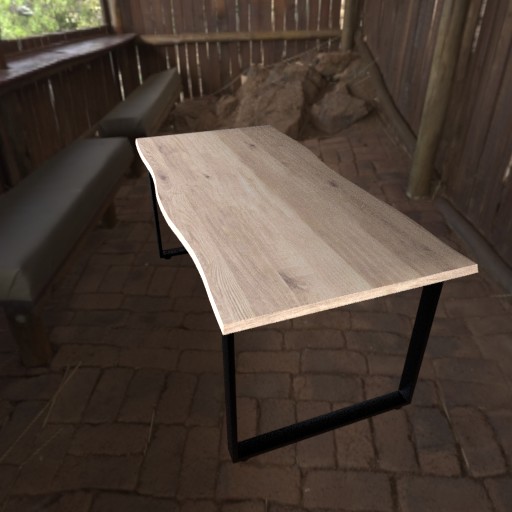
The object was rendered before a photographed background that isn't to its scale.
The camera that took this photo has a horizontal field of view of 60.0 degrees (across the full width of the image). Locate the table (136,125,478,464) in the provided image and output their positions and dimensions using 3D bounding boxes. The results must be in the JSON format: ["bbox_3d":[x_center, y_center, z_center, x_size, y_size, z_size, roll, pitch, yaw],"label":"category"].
[{"bbox_3d":[0.000,0.000,2.240,0.900,0.780,1.800,-11,33,-17],"label":"table"}]
